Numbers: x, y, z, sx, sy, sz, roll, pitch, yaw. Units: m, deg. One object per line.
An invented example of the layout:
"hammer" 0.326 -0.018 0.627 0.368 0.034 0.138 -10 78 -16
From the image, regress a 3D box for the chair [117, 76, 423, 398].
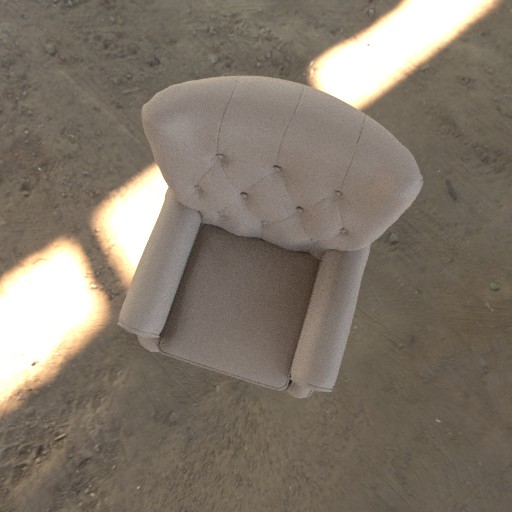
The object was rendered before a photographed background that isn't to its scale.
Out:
"chair" 0.000 0.000 1.921 0.999 1.138 1.041 17 76 4
